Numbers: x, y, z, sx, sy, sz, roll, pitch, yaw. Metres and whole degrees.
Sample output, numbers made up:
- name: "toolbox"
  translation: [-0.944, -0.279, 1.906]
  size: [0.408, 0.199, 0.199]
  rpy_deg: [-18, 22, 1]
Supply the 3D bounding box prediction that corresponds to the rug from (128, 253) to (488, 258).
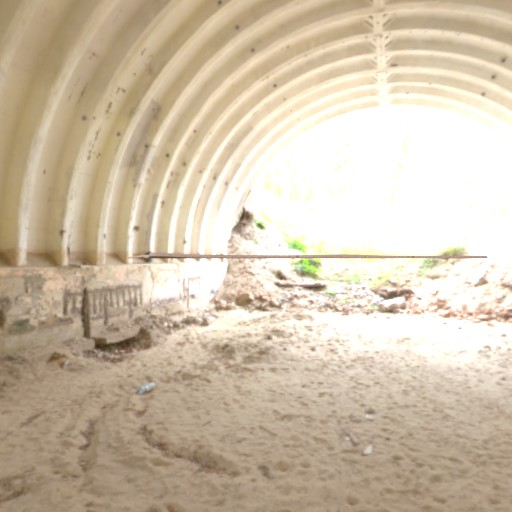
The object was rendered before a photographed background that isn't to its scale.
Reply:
- name: "rug"
  translation: [0.000, 0.000, 2.313]
  size: [1.230, 0.025, 1.837]
  rpy_deg: [0, 0, -18]
